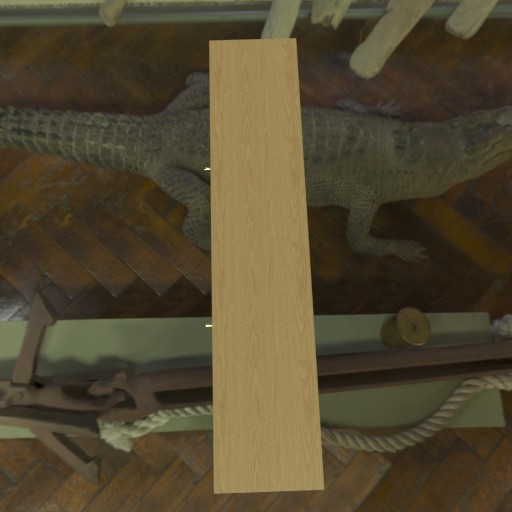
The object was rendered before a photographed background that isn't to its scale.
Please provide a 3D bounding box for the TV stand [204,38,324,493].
[{"bbox_3d":[0.000,0.000,1.969,0.400,0.580,1.760,-2,77,0],"label":"TV stand"}]
